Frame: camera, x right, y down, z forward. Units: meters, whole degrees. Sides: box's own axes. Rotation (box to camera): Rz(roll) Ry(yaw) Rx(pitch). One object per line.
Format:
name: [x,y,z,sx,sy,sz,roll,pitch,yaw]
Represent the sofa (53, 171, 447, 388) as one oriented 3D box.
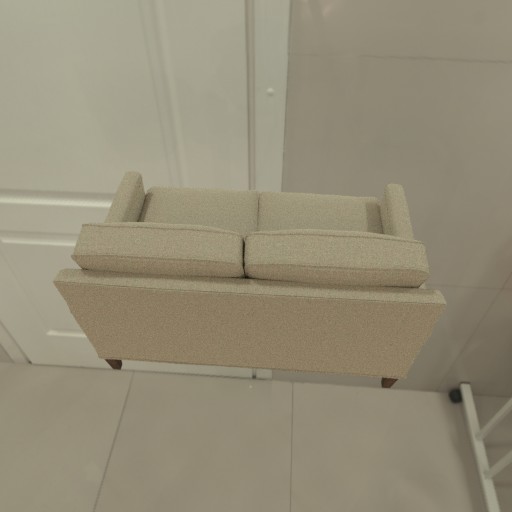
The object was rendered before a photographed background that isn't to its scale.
sofa: [0.000,0.000,2.288,1.597,1.003,1.084,3,47,3]
